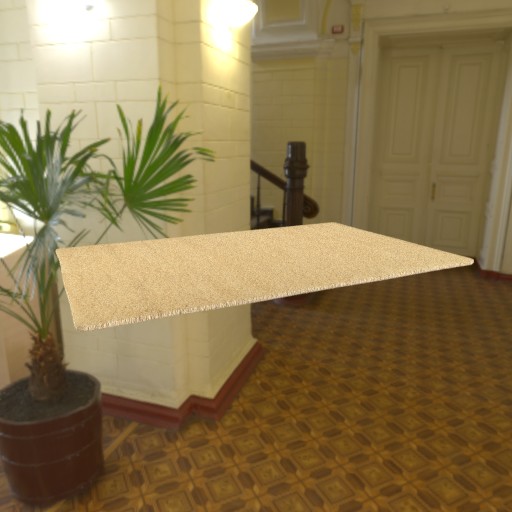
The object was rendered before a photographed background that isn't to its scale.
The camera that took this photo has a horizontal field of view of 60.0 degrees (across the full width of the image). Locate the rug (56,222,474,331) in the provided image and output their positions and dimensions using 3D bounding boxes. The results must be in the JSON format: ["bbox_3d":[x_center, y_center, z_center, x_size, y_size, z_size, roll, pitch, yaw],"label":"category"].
[{"bbox_3d":[0.000,0.000,2.919,2.349,0.026,1.500,-7,16,-26],"label":"rug"}]
